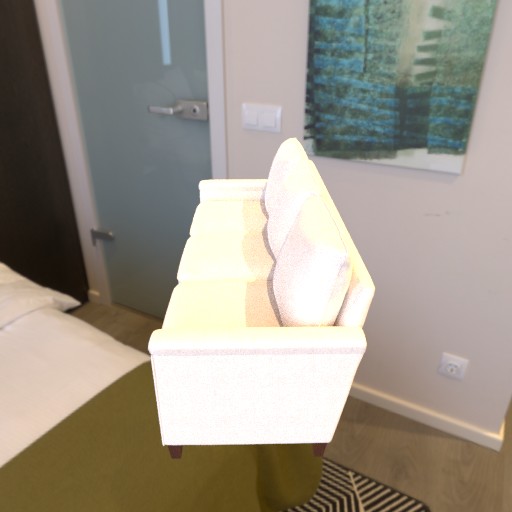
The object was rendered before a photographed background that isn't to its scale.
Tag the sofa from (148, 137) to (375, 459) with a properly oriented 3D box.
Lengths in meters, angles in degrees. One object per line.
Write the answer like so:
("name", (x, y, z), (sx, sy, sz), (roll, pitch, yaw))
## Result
("sofa", (0.000, 0.000, 2.468), (0.828, 0.961, 1.925), (0, 27, -1))
